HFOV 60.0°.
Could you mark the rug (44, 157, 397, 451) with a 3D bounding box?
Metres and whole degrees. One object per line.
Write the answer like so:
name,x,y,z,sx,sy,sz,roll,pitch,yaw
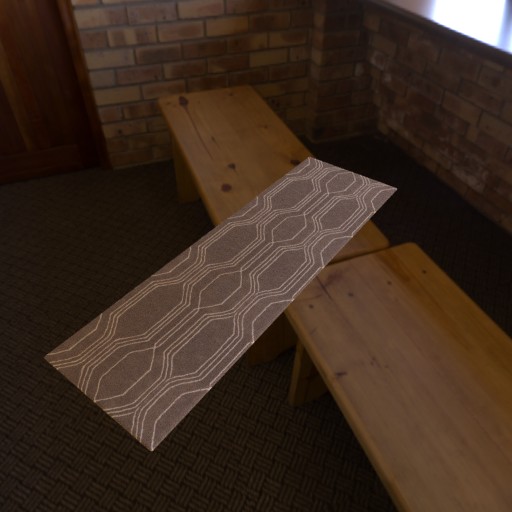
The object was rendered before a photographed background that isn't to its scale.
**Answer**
rug,0.000,0.000,2.750,0.773,0.012,2.464,27,49,27
